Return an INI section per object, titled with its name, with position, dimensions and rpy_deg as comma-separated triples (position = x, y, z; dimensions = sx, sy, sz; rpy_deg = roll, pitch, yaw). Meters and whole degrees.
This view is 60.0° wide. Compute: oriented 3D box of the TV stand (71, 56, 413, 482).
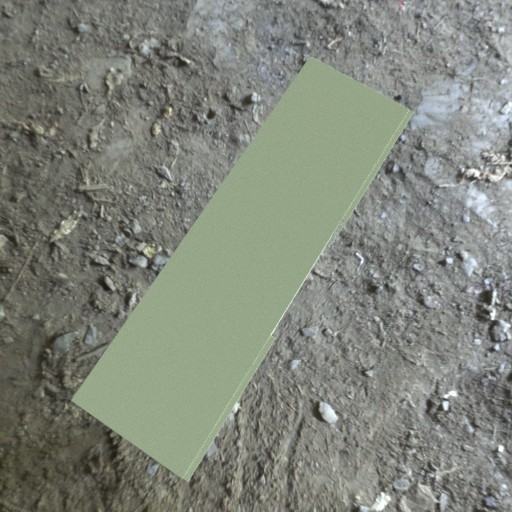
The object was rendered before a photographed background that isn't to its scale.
[TV stand]
position = 0.000, 0.000, 1.582
dimensions = 0.420, 0.310, 1.400
rpy_deg = 31, 78, 7
